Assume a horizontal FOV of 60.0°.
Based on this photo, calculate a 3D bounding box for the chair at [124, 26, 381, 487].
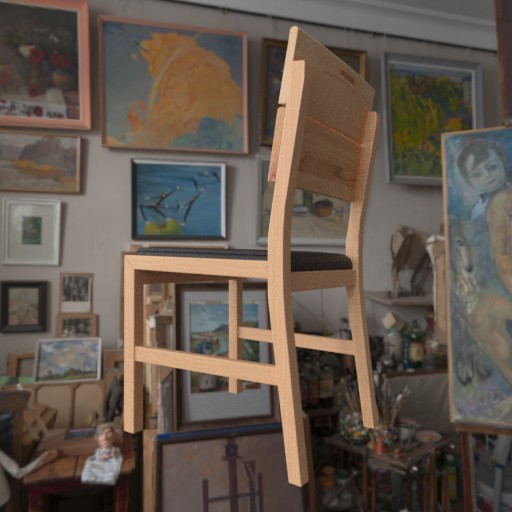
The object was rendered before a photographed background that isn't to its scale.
[{"bbox_3d":[0.000,0.000,1.239,0.560,0.950,0.475,-1,-1,36],"label":"chair"}]
